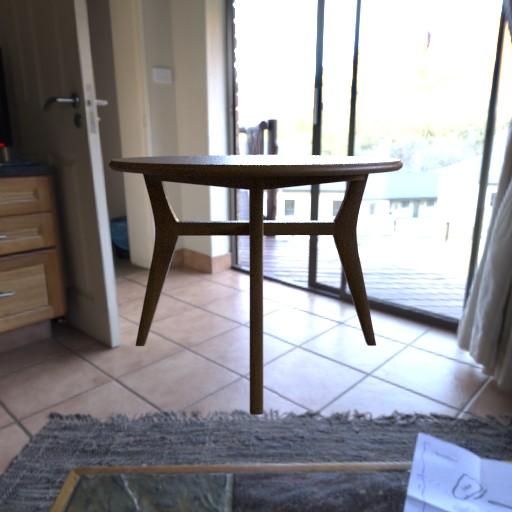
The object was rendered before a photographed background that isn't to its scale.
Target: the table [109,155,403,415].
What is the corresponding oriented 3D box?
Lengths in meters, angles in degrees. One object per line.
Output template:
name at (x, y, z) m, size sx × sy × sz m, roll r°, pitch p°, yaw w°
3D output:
table at (0.000, 0.000, 1.759) m, size 1.055 × 0.757 × 1.055 m, roll 0°, pitch 14°, yaw 0°
